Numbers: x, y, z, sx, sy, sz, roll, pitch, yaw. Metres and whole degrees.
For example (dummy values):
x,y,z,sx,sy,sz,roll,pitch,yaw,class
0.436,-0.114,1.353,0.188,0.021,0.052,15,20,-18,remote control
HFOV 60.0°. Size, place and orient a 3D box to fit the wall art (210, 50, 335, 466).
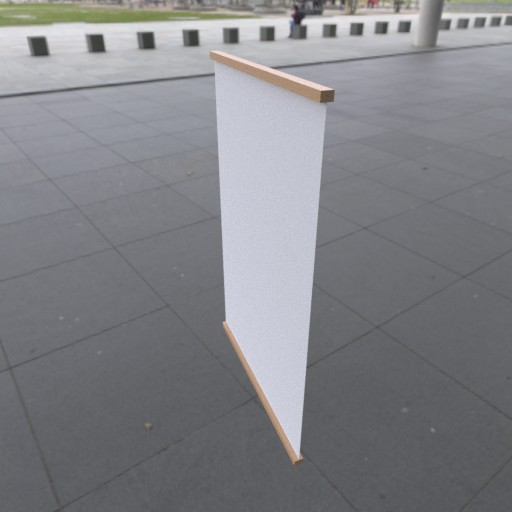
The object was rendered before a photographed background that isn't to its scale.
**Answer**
x,y,z,sx,sy,sz,roll,pitch,yaw,class
0.000,0.000,0.767,0.016,0.611,0.401,-11,32,-18,wall art
